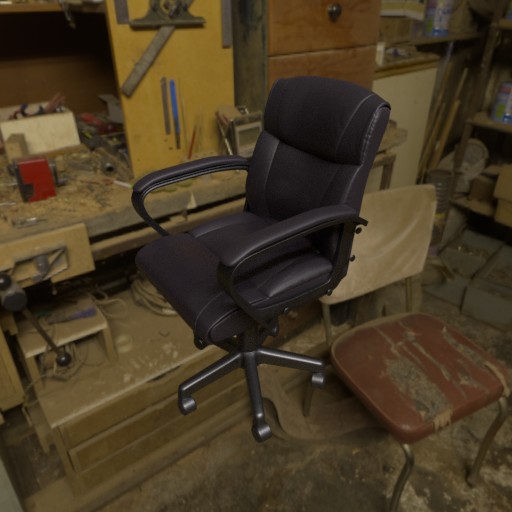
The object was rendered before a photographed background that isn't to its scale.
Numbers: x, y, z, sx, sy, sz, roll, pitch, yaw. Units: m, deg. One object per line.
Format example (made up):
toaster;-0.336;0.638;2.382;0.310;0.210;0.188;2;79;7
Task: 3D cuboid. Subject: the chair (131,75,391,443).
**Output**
chair;0.000;0.000;1.399;0.641;0.998;0.576;-20;36;-30
